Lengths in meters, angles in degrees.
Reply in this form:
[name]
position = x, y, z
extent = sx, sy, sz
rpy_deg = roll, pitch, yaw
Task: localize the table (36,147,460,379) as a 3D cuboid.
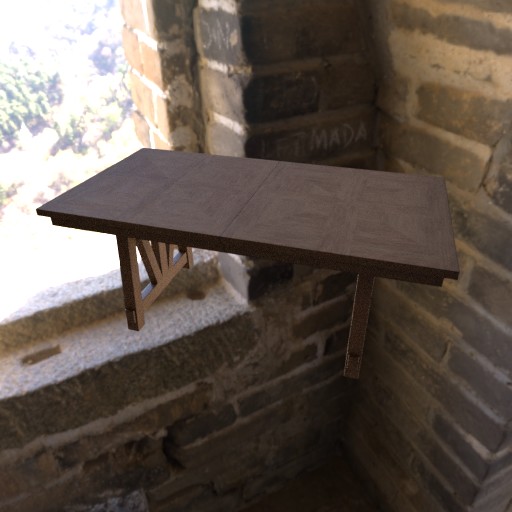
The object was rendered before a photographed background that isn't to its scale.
[table]
position = 0.000, 0.000, 2.480
extent = 1.881, 0.768, 1.016
rpy_deg = 9, 32, 15
